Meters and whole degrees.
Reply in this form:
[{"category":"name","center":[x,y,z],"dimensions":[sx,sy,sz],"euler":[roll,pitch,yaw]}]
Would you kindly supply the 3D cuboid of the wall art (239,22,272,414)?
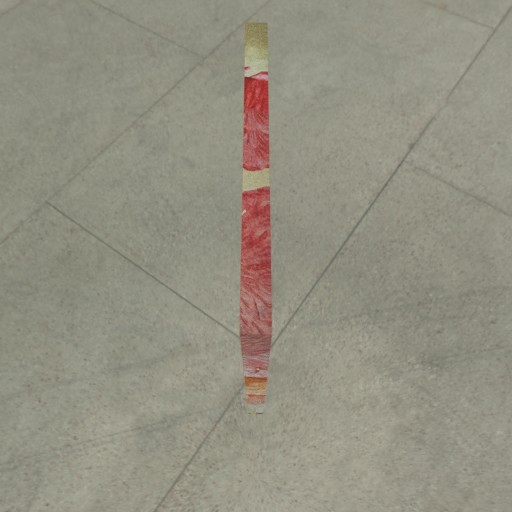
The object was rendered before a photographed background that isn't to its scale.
[{"category":"wall art","center":[0.000,0.000,0.696],"dimensions":[0.028,0.508,0.406],"euler":[0,63,0]}]
